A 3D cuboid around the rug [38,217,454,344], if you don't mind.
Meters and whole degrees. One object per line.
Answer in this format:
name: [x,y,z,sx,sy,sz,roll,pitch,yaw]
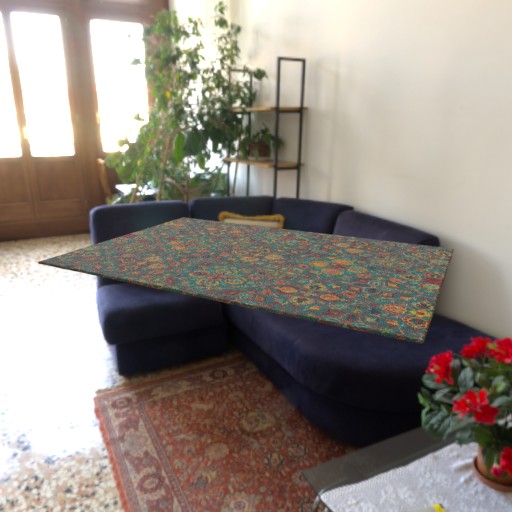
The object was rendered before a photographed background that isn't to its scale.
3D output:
rug: [0.000,0.000,2.334,1.836,0.014,1.216,9,19,26]
